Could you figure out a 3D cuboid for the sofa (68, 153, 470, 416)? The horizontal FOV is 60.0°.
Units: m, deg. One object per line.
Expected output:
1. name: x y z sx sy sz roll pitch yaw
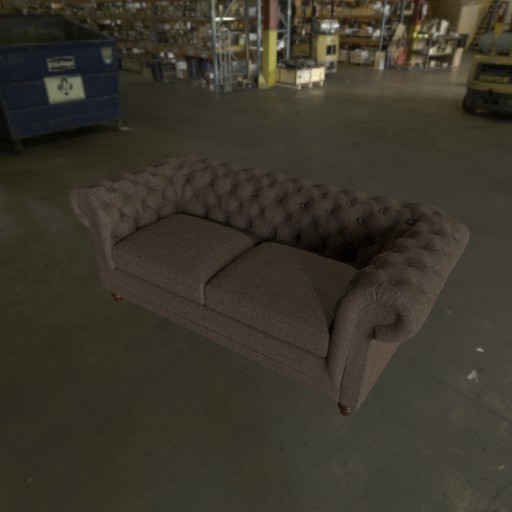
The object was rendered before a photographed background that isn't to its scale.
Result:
1. sofa: 0.000 0.000 2.523 2.048 0.780 0.944 19 34 30
